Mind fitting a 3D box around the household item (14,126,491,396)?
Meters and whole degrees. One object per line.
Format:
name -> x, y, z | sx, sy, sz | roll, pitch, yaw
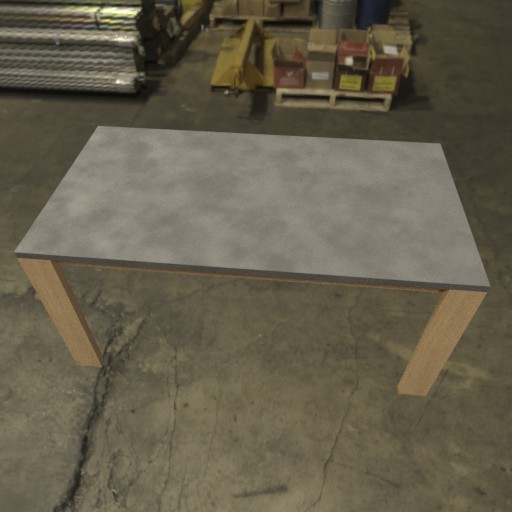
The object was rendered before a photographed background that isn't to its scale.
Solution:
household item -> 0.000, 0.000, 2.045 | 1.600, 0.755, 0.850 | 4, 46, 4
